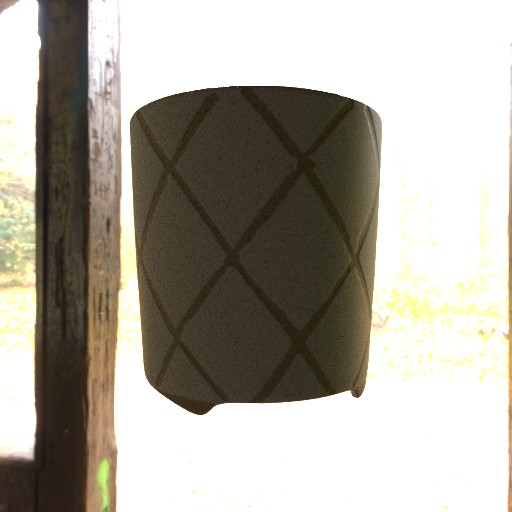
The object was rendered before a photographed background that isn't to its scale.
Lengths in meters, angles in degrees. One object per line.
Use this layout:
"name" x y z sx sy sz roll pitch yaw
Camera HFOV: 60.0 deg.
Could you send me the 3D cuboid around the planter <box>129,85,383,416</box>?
"planter" 0.000 0.000 0.415 0.228 0.235 0.228 0 0 0
